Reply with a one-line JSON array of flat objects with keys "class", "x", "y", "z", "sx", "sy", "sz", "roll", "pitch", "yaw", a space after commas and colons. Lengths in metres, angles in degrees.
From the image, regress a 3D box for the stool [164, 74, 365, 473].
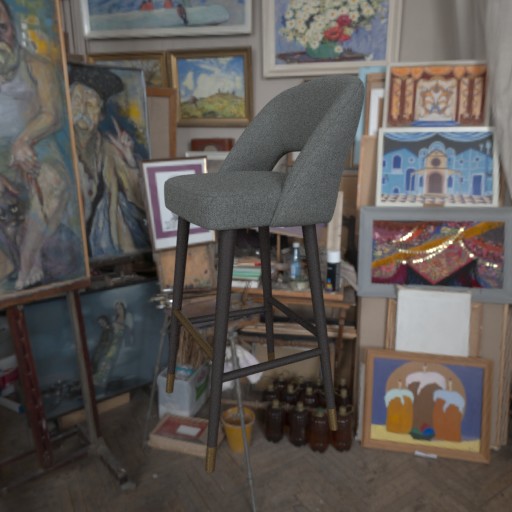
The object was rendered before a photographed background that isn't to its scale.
[{"class": "stool", "x": 0.000, "y": 0.000, "z": 1.406, "sx": 0.524, "sy": 1.089, "sz": 0.536, "roll": -7, "pitch": 17, "yaw": -25}]
